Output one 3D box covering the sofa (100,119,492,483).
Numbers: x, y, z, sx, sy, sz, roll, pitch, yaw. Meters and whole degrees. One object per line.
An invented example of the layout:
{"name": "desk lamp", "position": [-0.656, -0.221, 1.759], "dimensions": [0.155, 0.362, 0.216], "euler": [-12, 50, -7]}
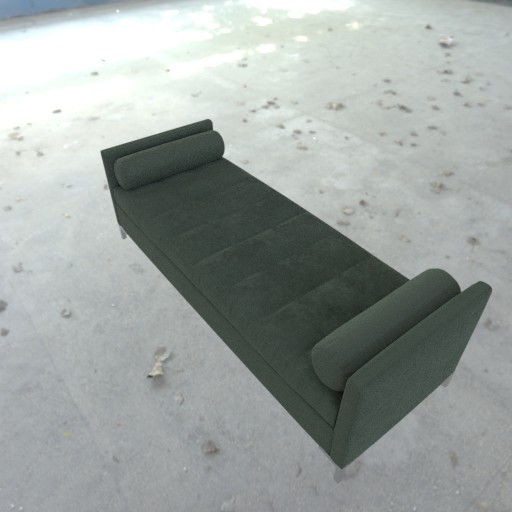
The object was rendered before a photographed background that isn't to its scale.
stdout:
{"name": "sofa", "position": [0.000, 0.000, 2.397], "dimensions": [0.797, 0.657, 2.102], "euler": [-26, 47, -28]}
